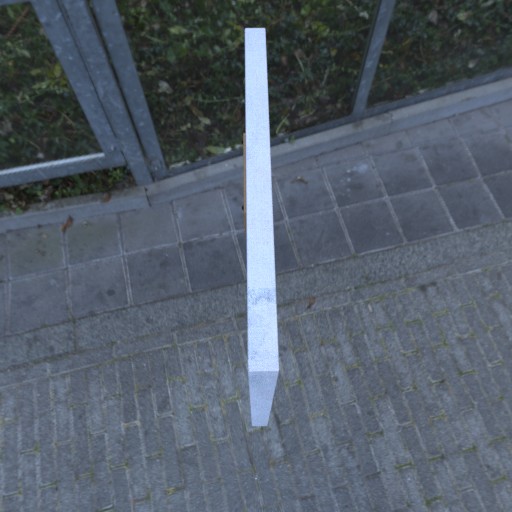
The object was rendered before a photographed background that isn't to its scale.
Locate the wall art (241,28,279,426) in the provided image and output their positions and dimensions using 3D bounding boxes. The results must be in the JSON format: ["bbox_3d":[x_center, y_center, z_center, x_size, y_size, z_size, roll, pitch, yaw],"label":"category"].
[{"bbox_3d":[0.000,0.000,0.923,0.044,0.605,0.605,-1,63,0],"label":"wall art"}]
